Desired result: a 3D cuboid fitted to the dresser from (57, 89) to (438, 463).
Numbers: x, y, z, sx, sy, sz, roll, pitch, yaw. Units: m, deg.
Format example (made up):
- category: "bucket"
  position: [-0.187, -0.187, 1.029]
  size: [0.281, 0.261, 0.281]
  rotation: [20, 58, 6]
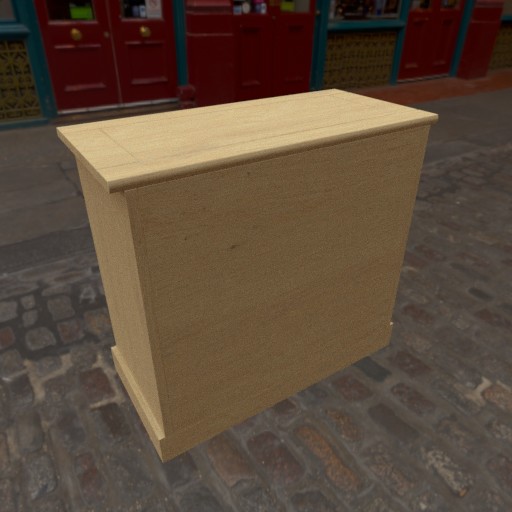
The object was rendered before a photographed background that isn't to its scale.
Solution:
- category: "dresser"
  position: [0.000, 0.000, 1.383]
  size: [0.915, 0.835, 0.440]
  rotation: [-18, 36, -27]
